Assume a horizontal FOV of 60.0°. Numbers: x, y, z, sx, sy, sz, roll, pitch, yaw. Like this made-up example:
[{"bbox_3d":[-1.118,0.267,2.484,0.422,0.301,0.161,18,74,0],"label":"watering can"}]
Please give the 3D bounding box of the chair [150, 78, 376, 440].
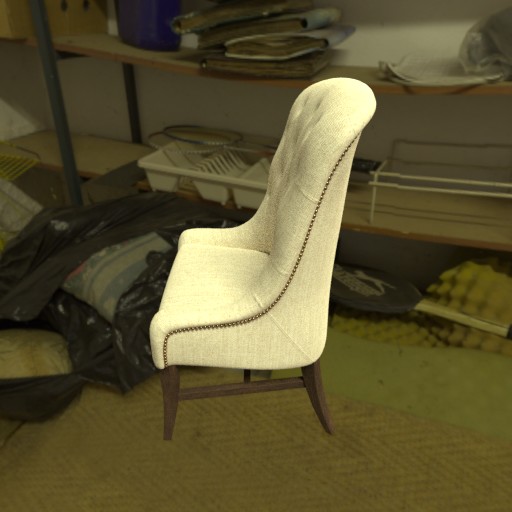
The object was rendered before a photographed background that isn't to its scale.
[{"bbox_3d":[0.000,0.000,1.476,0.629,1.091,0.634,0,28,0],"label":"chair"}]
